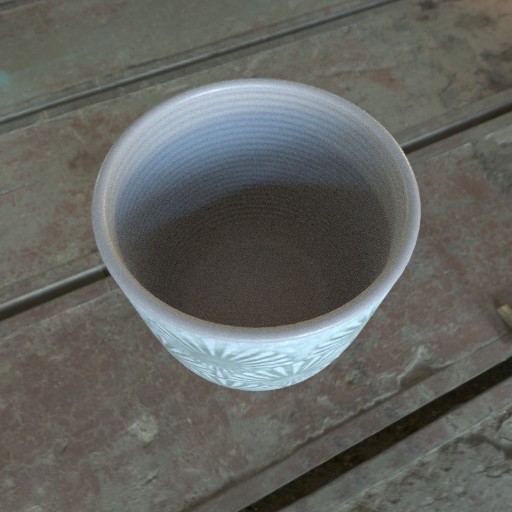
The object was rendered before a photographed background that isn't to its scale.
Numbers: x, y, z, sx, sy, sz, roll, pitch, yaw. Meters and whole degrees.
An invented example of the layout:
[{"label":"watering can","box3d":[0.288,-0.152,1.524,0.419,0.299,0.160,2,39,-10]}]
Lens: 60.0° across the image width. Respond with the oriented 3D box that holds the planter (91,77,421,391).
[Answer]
[{"label":"planter","box3d":[0.000,0.000,0.215,0.124,0.109,0.124,0,60,0]}]
